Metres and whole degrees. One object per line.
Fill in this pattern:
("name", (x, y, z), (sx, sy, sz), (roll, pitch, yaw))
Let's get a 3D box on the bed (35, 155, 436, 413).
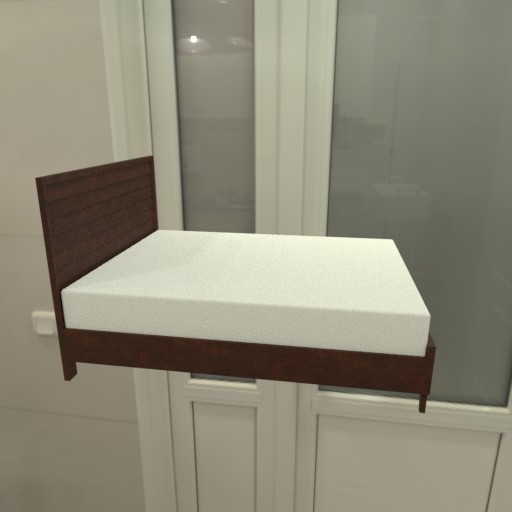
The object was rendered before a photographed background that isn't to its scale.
("bed", (0.000, 0.000, 3.194), (2.184, 1.270, 1.600), (3, 17, 9))
